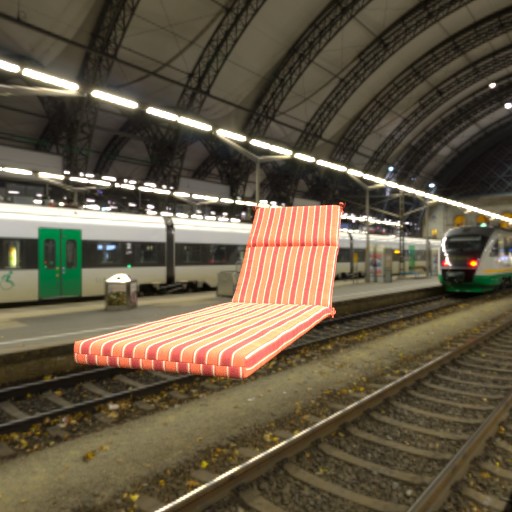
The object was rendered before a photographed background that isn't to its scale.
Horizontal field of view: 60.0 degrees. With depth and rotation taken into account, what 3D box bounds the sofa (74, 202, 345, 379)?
[{"bbox_3d":[0.000,0.000,1.925,0.582,0.622,1.663,0,0,19],"label":"sofa"}]
